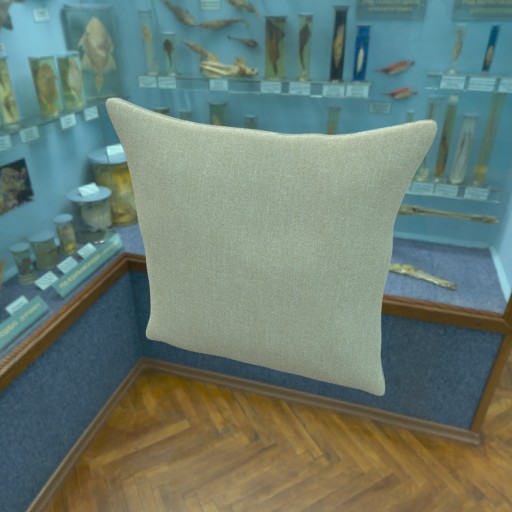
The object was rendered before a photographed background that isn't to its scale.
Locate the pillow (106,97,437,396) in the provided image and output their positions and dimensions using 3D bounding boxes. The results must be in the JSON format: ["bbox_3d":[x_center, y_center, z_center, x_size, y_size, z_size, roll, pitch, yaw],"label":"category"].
[{"bbox_3d":[0.000,0.000,0.666,0.436,0.432,0.138,10,32,16],"label":"pillow"}]
